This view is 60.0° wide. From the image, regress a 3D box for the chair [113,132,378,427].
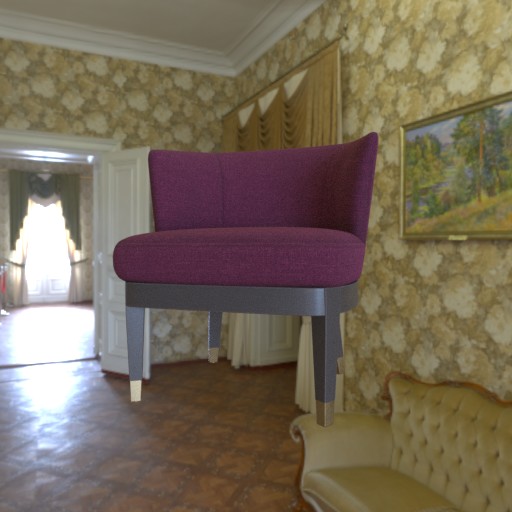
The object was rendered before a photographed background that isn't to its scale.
[{"bbox_3d":[0.000,0.000,1.316,0.700,0.760,0.660,0,1,19],"label":"chair"}]
